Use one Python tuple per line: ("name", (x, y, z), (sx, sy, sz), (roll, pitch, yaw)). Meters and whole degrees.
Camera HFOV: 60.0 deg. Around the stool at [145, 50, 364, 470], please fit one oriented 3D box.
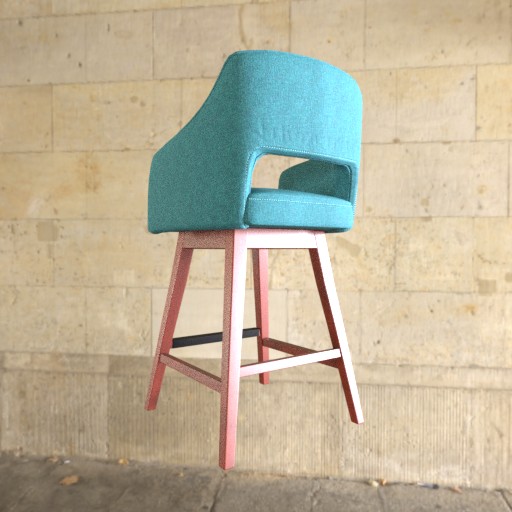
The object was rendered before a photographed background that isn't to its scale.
("stool", (0.000, 0.000, 1.298), (0.548, 0.961, 0.556), (-1, 1, -36))
